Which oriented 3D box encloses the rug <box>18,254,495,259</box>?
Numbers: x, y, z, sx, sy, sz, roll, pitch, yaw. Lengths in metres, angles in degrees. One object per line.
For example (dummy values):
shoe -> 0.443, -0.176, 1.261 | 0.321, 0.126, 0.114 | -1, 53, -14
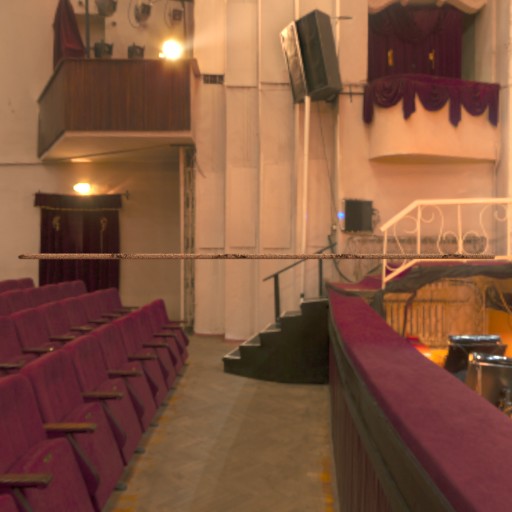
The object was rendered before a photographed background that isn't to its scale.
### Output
rug -> 0.000, 0.000, 3.415 | 2.743, 0.030, 1.778 | 0, 0, -1
